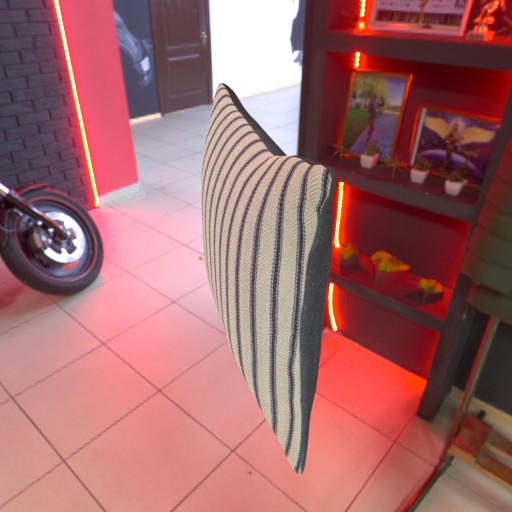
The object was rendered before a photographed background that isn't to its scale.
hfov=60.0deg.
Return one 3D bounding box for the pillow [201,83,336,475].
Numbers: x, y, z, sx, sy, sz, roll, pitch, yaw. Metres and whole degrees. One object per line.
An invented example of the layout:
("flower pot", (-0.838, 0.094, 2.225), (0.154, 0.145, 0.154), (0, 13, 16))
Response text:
("pillow", (0.000, 0.000, 0.695), (0.138, 0.444, 0.468), (-9, 33, -14))
